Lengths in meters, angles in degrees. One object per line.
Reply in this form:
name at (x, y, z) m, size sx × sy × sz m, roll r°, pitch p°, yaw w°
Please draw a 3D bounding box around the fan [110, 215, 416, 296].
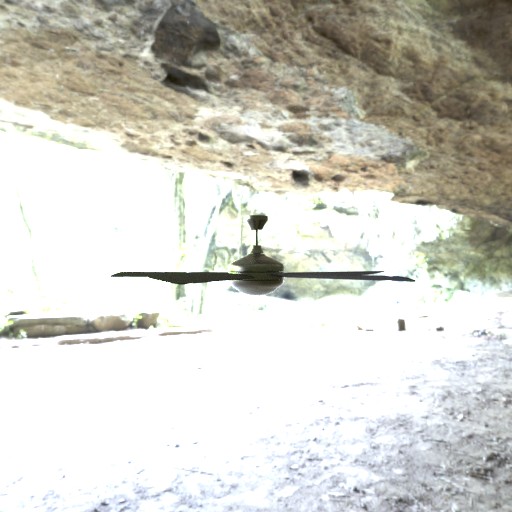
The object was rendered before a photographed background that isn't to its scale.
fan at (0.000, 0.000, 1.978) m, size 1.321 × 0.356 × 1.321 m, roll 0°, pitch -1°, yaw 18°
